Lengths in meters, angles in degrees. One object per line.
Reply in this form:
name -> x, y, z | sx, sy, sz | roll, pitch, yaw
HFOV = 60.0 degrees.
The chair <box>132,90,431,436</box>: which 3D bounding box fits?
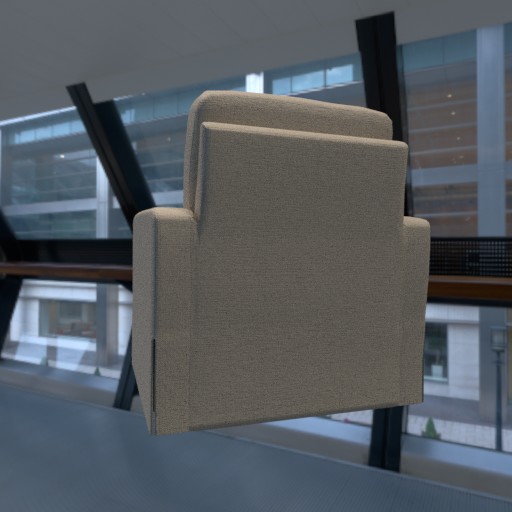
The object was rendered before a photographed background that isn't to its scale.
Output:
chair -> 0.000, 0.000, 1.473 | 0.755, 0.827, 0.888 | 0, -1, -19
